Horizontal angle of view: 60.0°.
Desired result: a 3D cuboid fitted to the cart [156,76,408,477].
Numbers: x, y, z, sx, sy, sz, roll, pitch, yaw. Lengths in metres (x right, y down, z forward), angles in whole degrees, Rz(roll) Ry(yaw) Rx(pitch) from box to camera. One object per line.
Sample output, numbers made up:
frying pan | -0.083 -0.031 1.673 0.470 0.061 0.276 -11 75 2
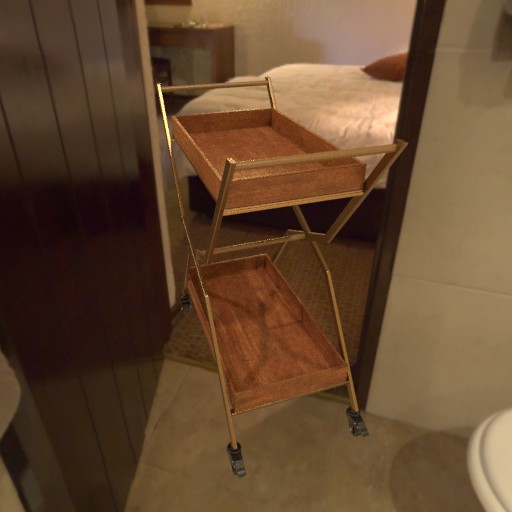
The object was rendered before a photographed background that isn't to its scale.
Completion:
cart | 0.000 0.000 1.331 0.405 0.869 0.836 -10 33 -16
